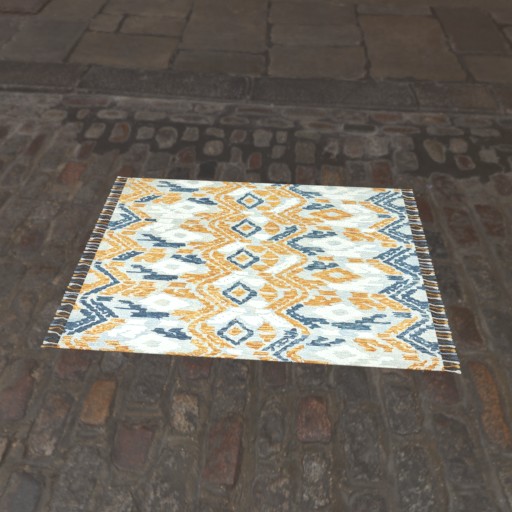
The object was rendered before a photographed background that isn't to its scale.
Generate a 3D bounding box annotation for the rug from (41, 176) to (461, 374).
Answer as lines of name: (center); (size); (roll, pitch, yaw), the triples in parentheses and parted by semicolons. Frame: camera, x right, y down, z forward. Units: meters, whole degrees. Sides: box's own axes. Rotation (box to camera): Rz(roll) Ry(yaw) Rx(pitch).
rug: (0.000, 0.000, 2.323); (1.827, 0.008, 1.230); (3, 48, 3)
